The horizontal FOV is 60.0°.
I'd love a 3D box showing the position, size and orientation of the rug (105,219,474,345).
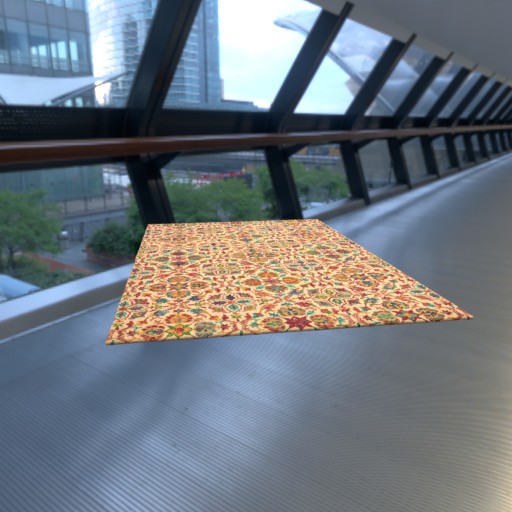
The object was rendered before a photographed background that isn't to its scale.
[{"bbox_3d":[0.000,0.000,2.306,1.226,0.013,1.838,-2,16,-9],"label":"rug"}]
